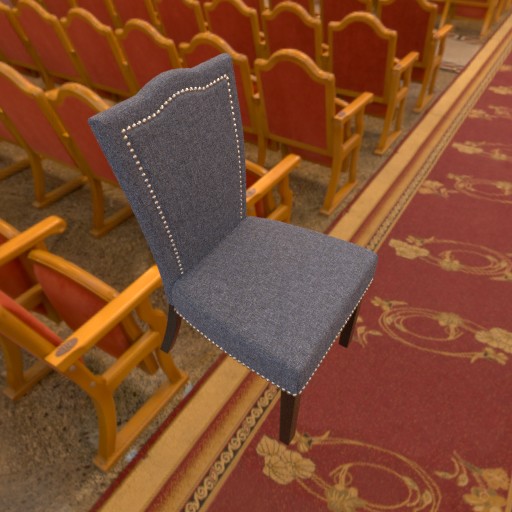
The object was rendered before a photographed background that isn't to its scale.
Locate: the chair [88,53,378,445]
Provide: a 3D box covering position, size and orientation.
[{"bbox_3d":[0.000,0.000,1.287,0.589,0.946,0.518,24,48,24],"label":"chair"}]
